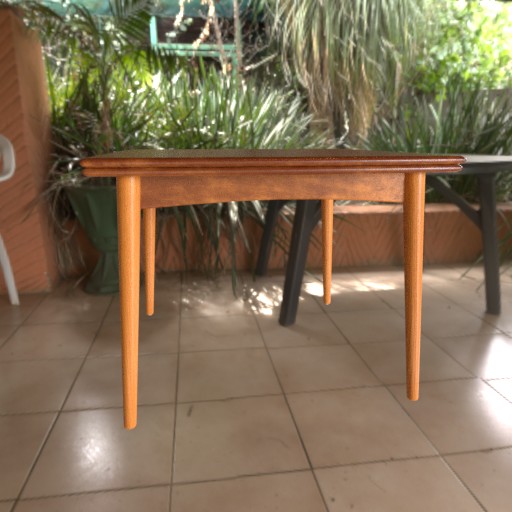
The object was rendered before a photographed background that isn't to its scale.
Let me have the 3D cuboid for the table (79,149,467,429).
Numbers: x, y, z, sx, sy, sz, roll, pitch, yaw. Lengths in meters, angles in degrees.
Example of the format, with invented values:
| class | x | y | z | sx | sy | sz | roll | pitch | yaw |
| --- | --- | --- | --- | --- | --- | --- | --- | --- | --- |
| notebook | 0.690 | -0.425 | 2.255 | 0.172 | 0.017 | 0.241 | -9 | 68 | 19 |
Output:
| class | x | y | z | sx | sy | sz | roll | pitch | yaw |
| --- | --- | --- | --- | --- | --- | --- | --- | --- | --- |
| table | 0.000 | 0.000 | 1.648 | 0.991 | 0.754 | 0.991 | -2 | 15 | -9 |
